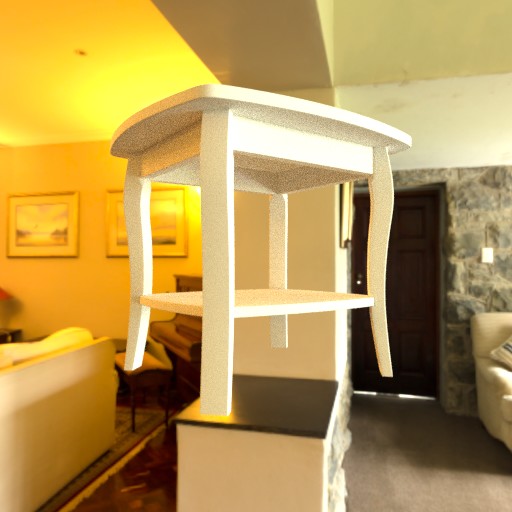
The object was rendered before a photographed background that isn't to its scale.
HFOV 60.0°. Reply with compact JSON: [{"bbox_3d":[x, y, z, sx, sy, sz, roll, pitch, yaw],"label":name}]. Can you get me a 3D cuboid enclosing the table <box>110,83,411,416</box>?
[{"bbox_3d":[0.000,0.000,0.848,0.502,0.438,0.451,1,-1,-36],"label":"table"}]
